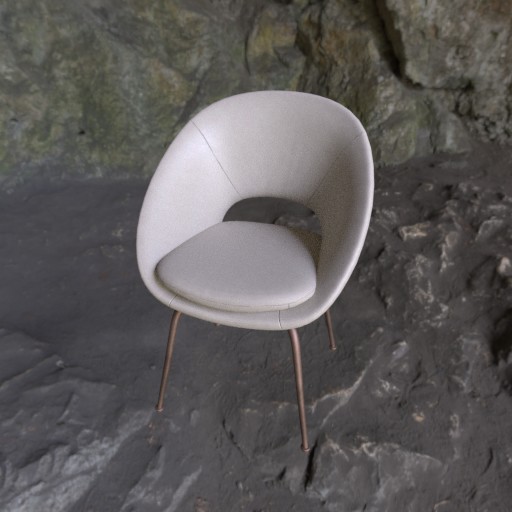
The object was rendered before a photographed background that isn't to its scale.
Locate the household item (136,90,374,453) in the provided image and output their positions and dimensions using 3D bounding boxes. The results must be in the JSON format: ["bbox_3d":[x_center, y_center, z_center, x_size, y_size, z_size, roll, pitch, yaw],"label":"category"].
[{"bbox_3d":[0.000,0.000,1.301,0.623,0.852,0.573,9,29,16],"label":"household item"}]
